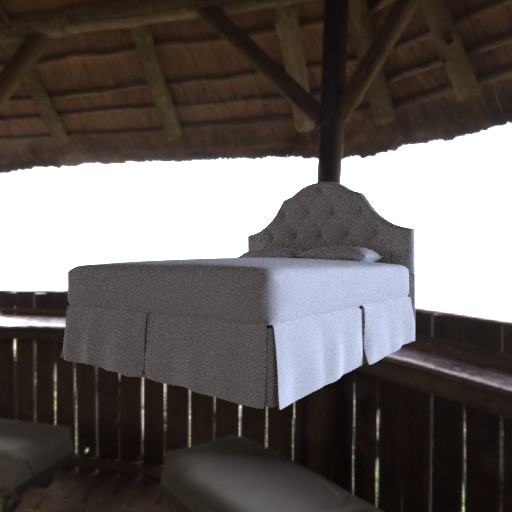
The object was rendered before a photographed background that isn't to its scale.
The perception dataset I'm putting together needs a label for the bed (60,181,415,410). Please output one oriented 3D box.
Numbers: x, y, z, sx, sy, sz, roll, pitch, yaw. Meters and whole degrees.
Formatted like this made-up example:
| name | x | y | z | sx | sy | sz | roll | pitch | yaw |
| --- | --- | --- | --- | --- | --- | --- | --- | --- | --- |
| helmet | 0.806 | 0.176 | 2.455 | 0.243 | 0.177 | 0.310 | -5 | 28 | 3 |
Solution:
| name | x | y | z | sx | sy | sz | roll | pitch | yaw |
| --- | --- | --- | --- | --- | --- | --- | --- | --- | --- |
| bed | 0.000 | 0.000 | 3.808 | 2.039 | 1.617 | 2.477 | 0 | -1 | 36 |
